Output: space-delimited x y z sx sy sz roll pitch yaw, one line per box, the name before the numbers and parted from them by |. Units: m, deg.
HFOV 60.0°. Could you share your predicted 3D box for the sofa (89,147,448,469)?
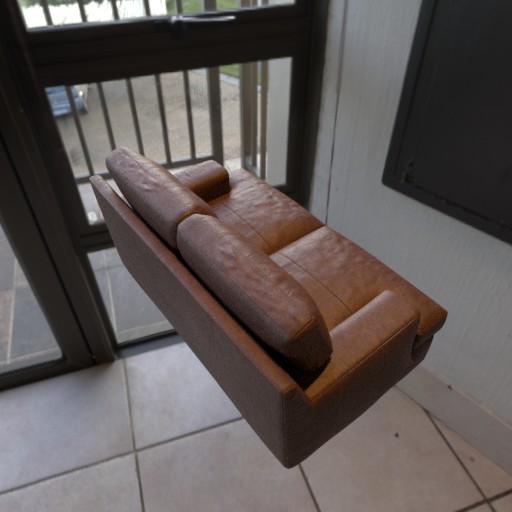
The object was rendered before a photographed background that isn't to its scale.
sofa | 0.000 0.000 2.521 1.143 0.939 1.880 -27 48 -27
